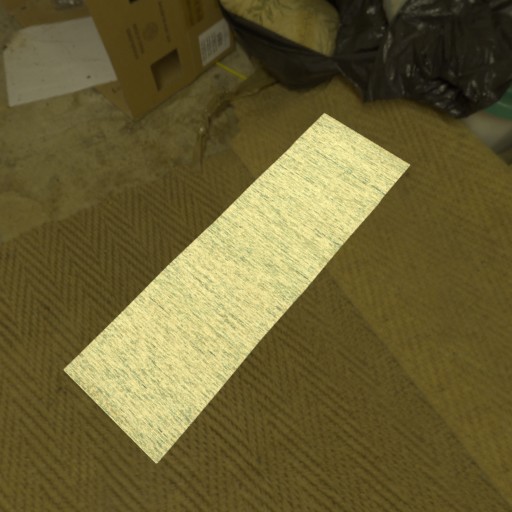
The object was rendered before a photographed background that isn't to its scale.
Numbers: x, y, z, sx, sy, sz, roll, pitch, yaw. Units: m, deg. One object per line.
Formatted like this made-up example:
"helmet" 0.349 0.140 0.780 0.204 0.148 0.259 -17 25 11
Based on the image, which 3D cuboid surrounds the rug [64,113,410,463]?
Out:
"rug" 0.000 0.000 2.587 0.700 0.014 2.290 37 70 16
